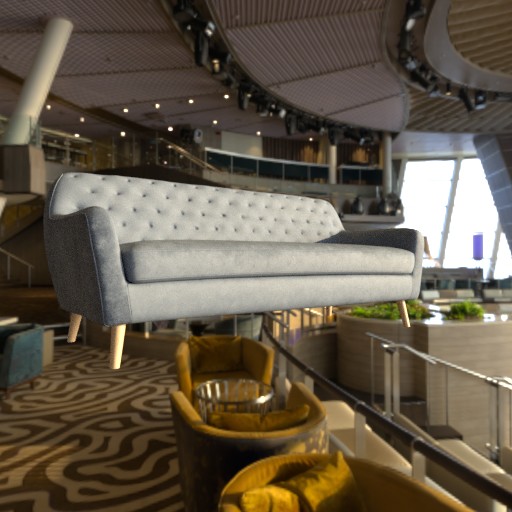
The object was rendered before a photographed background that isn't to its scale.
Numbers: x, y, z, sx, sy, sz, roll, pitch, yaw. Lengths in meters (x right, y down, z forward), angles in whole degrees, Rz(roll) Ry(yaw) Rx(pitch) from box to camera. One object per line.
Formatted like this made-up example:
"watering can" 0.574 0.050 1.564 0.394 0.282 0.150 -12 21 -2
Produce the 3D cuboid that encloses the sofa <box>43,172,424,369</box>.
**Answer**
"sofa" 0.000 0.000 2.392 1.975 0.832 0.841 0 -1 -36
